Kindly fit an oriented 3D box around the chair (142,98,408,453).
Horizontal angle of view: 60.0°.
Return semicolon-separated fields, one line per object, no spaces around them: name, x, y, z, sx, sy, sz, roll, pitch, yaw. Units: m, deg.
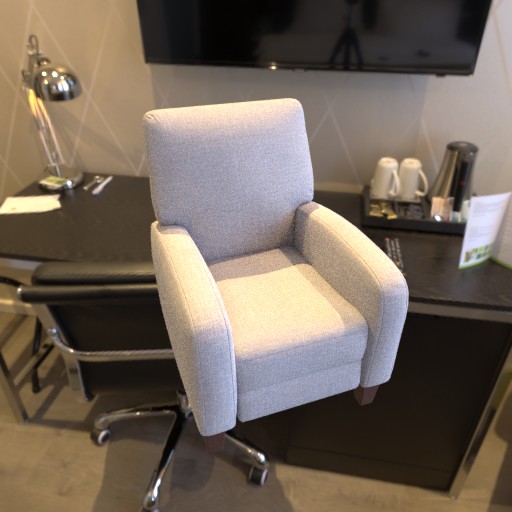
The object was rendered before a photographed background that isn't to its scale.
chair;0.000;0.000;1.721;0.762;0.990;0.990;-11;34;-17
